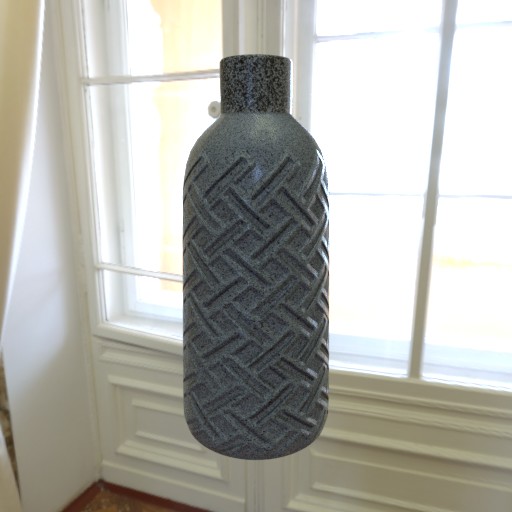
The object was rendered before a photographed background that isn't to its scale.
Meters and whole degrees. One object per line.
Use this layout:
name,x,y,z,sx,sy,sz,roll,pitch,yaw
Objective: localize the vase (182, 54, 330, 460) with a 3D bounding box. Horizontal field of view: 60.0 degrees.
vase,0.000,0.000,0.346,0.122,0.282,0.122,0,14,0
